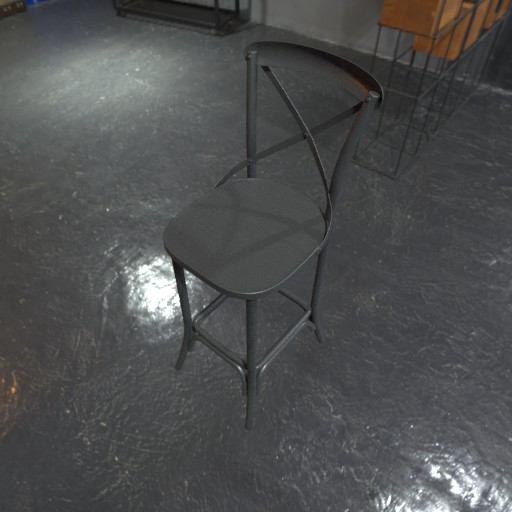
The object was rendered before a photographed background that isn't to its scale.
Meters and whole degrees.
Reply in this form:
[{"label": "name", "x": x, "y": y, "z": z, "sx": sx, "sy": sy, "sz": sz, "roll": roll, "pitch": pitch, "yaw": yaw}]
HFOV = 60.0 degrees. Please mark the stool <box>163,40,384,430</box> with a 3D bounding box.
[{"label": "stool", "x": 0.000, "y": 0.000, "z": 1.482, "sx": 0.457, "sy": 1.168, "sz": 0.584, "roll": 31, "pitch": 54, "yaw": 26}]
